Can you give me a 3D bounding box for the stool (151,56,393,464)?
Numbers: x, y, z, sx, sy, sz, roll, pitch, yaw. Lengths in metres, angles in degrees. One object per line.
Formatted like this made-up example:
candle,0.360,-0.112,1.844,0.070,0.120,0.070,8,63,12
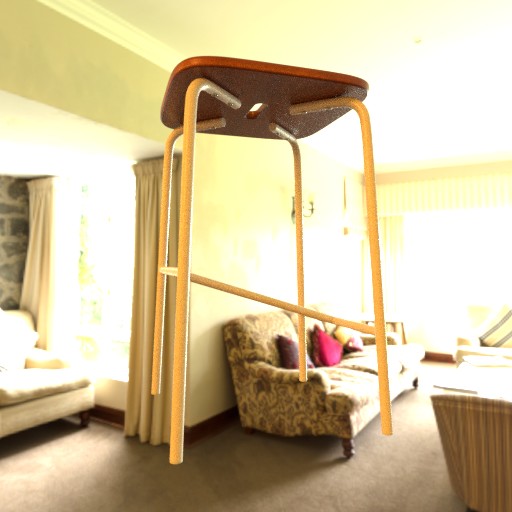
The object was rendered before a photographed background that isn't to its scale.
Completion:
stool,0.000,0.000,0.878,0.376,0.610,0.376,0,-1,-17
